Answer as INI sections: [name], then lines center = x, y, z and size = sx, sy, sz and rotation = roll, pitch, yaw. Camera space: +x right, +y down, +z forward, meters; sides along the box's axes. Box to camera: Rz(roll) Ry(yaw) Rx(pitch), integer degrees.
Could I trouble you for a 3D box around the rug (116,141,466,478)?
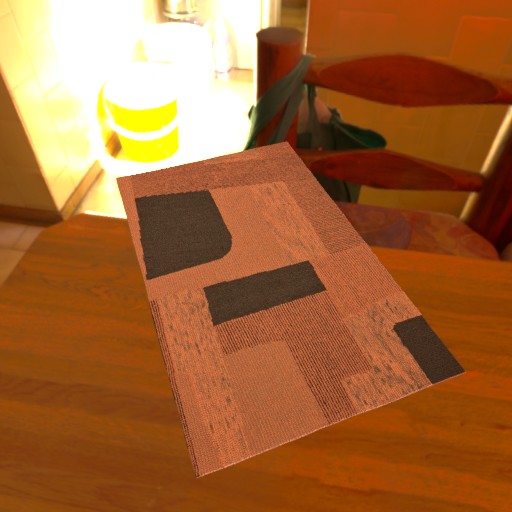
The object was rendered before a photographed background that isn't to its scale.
[rug]
center = 0.000, 0.000, 3.003
size = 1.521, 0.015, 2.436
rotation = -15, 49, -14
